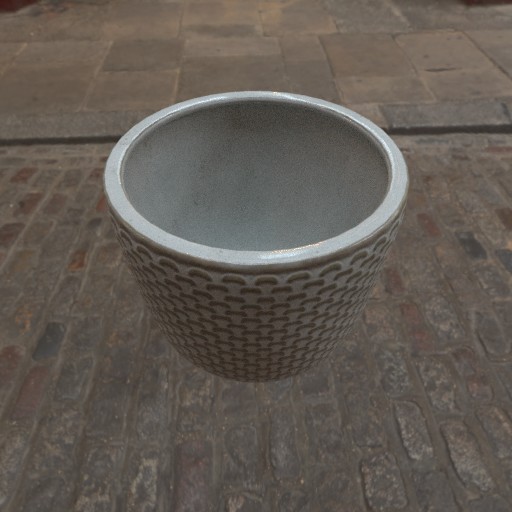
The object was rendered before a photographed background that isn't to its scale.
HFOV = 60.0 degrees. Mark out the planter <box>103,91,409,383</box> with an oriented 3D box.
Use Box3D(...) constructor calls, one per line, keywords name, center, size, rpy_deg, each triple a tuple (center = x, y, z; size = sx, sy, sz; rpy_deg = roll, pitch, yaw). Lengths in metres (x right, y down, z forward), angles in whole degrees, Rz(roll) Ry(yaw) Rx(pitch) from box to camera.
Box3D(name="planter", center=(0.000, 0.000, 0.308), size=(0.173, 0.160, 0.173), rpy_deg=(0, 45, 0))
